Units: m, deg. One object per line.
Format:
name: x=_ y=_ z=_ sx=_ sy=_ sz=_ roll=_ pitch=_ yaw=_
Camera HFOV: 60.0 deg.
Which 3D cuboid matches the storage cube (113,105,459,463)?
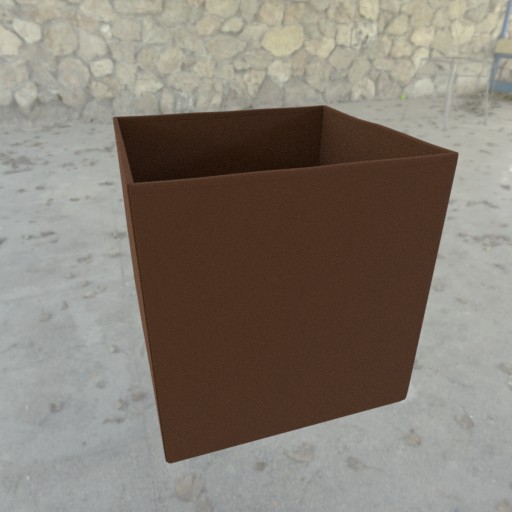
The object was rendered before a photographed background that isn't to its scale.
storage cube: x=0.000 y=0.000 z=0.502 sx=0.270 sy=0.280 sz=0.270 roll=-9 pitch=29 yaw=-16
